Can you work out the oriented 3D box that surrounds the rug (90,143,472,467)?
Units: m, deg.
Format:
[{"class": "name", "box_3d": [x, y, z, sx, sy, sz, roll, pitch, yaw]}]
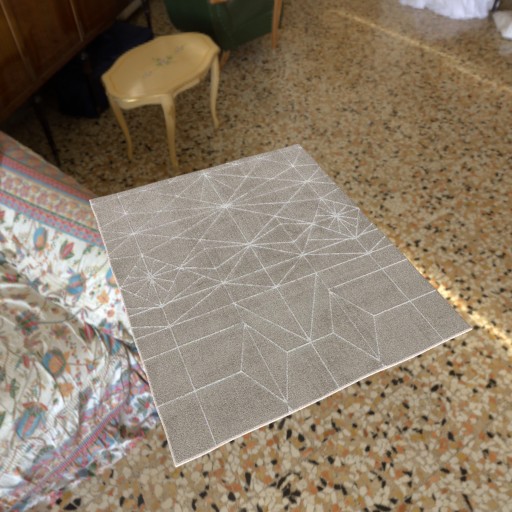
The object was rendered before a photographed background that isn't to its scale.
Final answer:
[{"class": "rug", "box_3d": [0.000, 0.000, 0.899, 0.548, 0.006, 0.639, -19, 50, -17]}]
